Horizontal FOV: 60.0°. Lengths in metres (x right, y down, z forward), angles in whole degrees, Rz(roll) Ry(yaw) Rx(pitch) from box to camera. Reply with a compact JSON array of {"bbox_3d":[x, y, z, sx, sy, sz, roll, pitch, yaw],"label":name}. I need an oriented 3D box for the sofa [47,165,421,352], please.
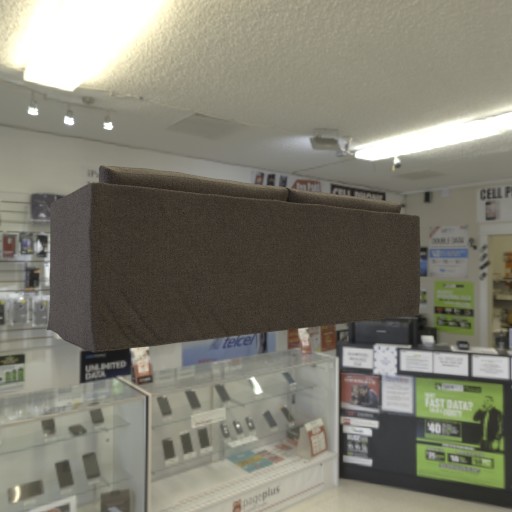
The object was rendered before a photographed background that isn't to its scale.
[{"bbox_3d":[0.000,0.000,3.392,2.779,0.998,1.036,1,-1,-36],"label":"sofa"}]
